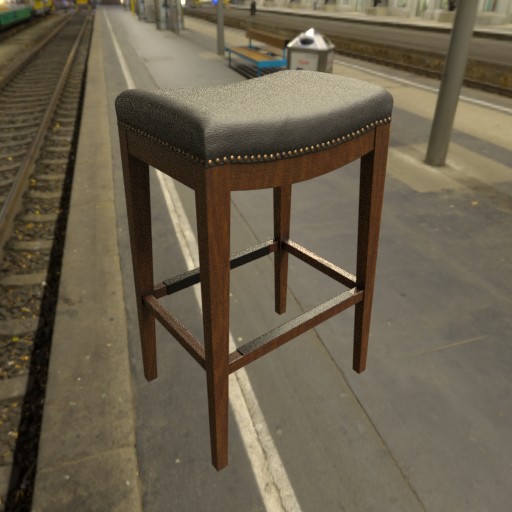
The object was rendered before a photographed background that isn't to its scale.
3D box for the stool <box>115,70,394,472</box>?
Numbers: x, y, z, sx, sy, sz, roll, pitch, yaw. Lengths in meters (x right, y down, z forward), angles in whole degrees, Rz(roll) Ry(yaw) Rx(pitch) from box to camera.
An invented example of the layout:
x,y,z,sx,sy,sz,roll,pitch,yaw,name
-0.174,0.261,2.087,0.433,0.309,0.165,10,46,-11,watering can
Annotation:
x,y,z,sx,sy,sz,roll,pitch,yaw,name
0.000,0.000,1.042,0.500,0.765,0.361,-22,37,-32,stool
